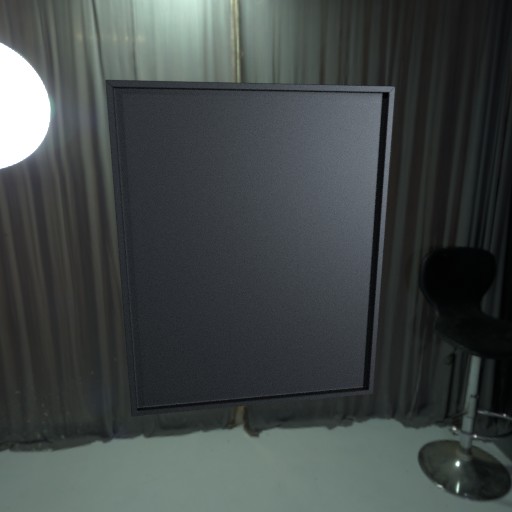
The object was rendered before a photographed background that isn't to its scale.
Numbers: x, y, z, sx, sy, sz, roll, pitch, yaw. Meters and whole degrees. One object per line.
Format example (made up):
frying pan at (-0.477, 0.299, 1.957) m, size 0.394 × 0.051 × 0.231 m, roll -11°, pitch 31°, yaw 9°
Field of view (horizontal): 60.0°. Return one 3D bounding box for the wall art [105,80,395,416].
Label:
wall art at (0.000, 0.000, 0.764) m, size 0.449 × 0.555 × 0.039 m, roll -2°, pitch 14°, yaw -9°
